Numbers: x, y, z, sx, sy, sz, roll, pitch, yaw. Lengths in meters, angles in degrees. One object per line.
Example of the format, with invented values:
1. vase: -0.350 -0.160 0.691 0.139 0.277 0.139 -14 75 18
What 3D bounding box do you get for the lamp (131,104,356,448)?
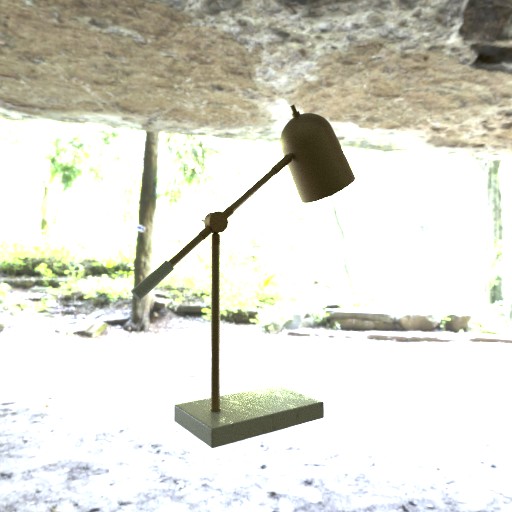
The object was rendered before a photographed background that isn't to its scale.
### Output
1. lamp: 0.000 0.000 0.828 0.471 0.603 0.144 0 -1 -34
